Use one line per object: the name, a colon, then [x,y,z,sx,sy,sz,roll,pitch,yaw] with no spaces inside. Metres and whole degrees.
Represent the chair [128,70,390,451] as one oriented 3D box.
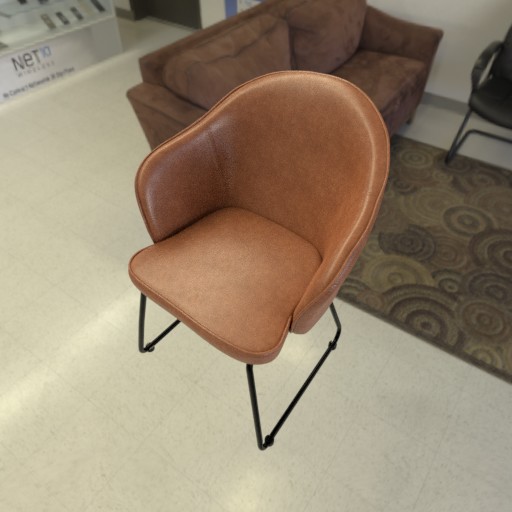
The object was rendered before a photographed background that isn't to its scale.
chair: [0.000,0.000,1.188,0.582,0.785,0.580,29,53,25]
